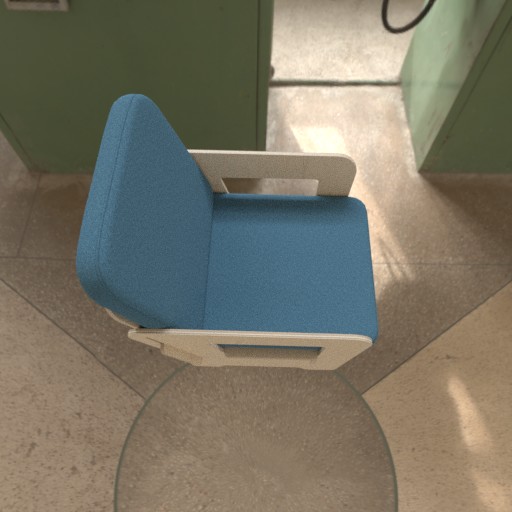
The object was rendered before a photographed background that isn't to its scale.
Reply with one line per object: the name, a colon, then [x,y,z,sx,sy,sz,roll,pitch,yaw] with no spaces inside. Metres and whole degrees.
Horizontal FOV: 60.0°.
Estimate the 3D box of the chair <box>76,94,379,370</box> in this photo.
chair: [0.000,0.000,1.205,0.657,0.747,0.547,2,63,1]
